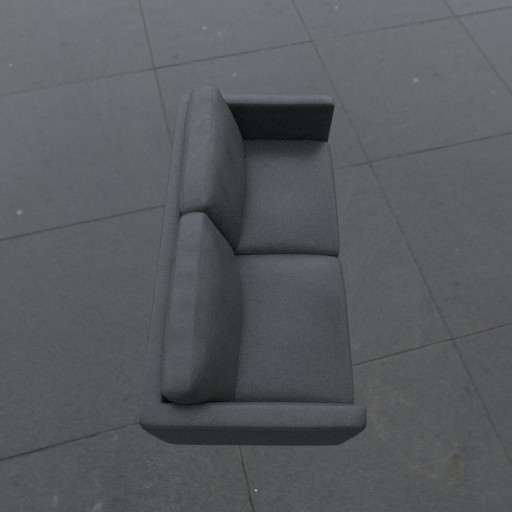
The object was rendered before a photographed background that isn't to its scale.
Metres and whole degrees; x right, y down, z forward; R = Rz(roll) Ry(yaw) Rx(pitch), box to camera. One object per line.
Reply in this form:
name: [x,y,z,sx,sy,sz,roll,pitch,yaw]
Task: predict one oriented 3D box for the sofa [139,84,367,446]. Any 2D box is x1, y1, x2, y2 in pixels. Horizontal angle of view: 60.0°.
sofa: [0.000,0.000,2.444,0.951,0.933,1.883,0,62,0]
